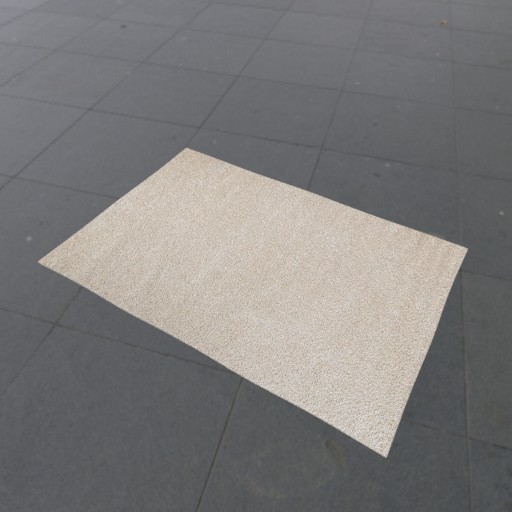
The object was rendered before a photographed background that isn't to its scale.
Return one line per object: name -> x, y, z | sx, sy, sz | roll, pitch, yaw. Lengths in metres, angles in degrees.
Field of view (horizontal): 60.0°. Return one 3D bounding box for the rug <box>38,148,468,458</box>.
rug -> 0.000, 0.000, 3.344 | 2.699, 0.025, 1.800 | 24, 51, 21
